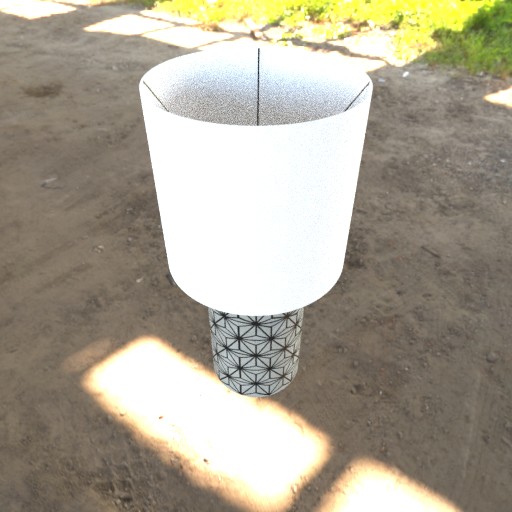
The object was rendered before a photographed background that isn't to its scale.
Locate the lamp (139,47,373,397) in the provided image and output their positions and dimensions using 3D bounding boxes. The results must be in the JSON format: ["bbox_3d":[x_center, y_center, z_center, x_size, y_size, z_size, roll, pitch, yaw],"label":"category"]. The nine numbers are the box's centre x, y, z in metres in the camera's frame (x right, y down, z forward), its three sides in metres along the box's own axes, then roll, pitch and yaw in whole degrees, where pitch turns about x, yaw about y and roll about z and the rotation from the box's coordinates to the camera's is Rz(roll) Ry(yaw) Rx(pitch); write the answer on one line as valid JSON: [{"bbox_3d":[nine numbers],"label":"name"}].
[{"bbox_3d":[0.000,0.000,0.532,0.206,0.416,0.206,1,40,1],"label":"lamp"}]
